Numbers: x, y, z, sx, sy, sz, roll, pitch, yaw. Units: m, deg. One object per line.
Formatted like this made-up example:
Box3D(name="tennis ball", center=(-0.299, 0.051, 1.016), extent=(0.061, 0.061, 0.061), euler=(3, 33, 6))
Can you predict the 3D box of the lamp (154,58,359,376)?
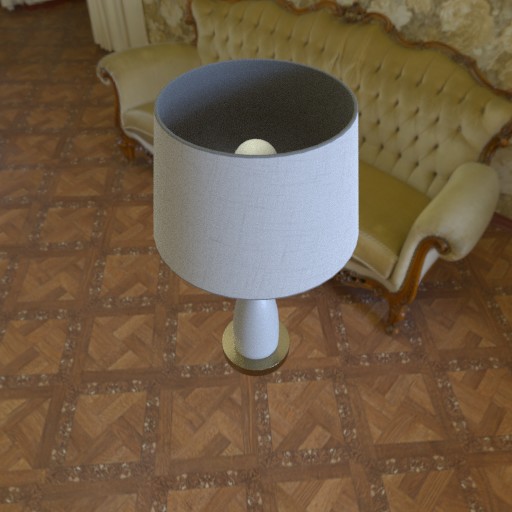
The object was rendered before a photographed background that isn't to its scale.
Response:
Box3D(name="lamp", center=(0.000, 0.000, 0.732), extent=(0.309, 0.545, 0.309), euler=(0, 46, 0))
